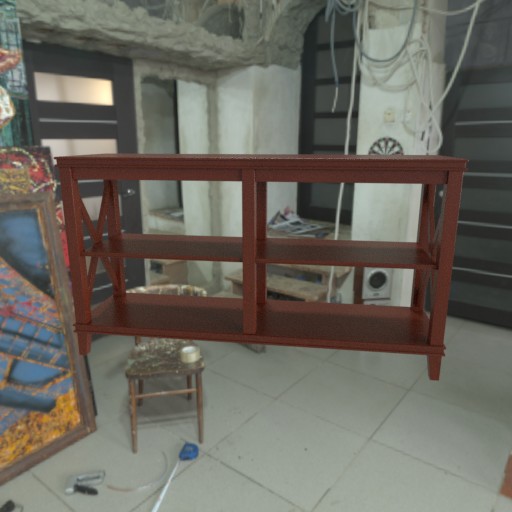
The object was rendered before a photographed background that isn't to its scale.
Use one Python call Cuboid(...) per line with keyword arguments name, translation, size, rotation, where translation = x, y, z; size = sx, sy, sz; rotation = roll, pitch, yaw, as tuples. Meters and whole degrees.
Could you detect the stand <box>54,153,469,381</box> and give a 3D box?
Cuboid(name="stand", translation=(0.000, 0.000, 1.728), size=(1.372, 0.762, 0.381), rotation=(2, 15, 8))
